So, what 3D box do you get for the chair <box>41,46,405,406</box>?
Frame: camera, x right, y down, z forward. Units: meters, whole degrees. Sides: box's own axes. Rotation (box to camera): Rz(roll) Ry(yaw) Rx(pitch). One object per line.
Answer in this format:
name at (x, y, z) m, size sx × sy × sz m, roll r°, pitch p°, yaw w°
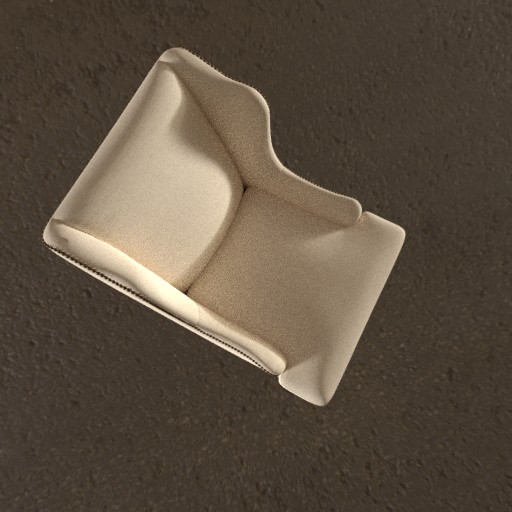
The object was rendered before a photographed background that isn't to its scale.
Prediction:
chair at (0.000, 0.000, 1.628) m, size 0.940 × 1.029 × 0.737 m, roll 27°, pitch 77°, yaw 7°
